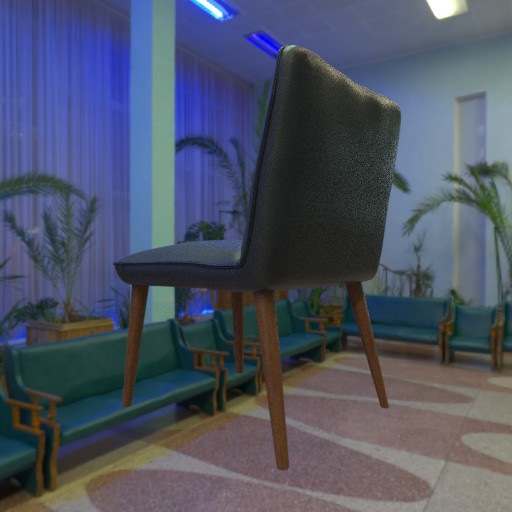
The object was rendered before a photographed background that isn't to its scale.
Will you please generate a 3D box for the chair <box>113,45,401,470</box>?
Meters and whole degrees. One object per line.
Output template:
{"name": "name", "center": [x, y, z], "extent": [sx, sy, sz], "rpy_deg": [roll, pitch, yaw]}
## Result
{"name": "chair", "center": [0.000, 0.000, 1.176], "extent": [0.645, 0.801, 0.543], "rpy_deg": [0, 0, 37]}
